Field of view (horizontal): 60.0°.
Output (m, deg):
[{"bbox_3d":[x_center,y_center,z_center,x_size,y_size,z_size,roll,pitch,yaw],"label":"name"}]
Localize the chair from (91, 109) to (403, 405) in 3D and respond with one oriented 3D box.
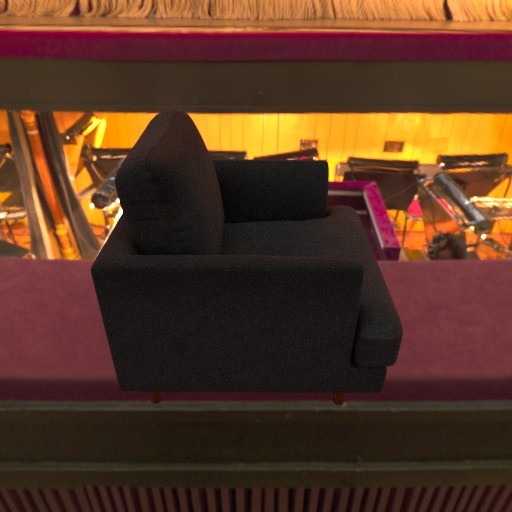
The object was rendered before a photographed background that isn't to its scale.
[{"bbox_3d":[0.000,0.000,1.650,0.899,0.957,0.858,0,33,0],"label":"chair"}]
